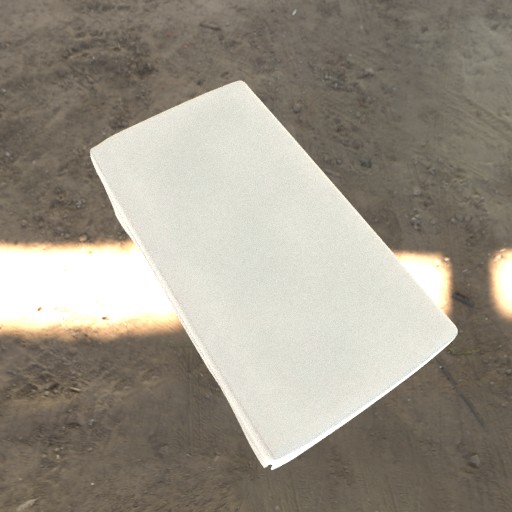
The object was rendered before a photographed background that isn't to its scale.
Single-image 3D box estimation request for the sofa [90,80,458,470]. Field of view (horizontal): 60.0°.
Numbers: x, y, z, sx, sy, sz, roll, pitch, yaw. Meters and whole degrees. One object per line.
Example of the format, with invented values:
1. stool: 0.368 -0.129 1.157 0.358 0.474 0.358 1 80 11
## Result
1. sofa: 0.000 0.000 2.133 0.939 0.552 1.677 -30 67 -14
